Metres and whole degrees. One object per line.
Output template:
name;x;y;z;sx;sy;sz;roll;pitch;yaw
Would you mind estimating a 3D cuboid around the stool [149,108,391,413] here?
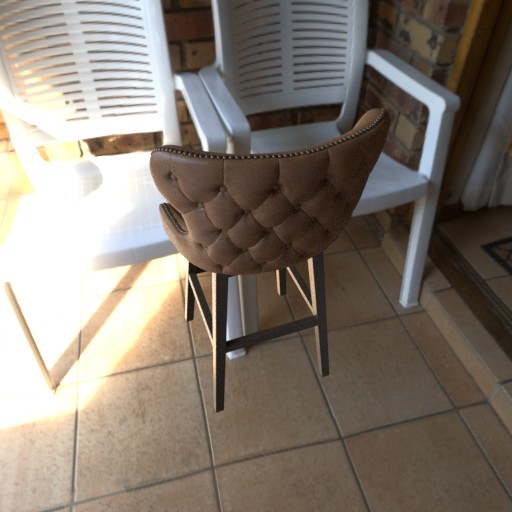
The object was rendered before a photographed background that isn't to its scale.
stool;0.000;0.000;1.463;0.591;1.087;0.606;-14;45;-14
